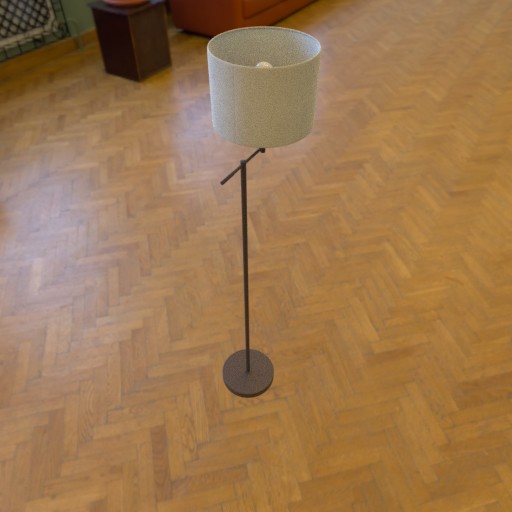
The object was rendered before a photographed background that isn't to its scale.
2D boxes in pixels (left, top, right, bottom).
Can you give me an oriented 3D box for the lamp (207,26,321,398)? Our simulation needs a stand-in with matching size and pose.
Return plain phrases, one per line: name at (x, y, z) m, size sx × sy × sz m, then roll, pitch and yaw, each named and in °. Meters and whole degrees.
lamp at (0.000, 0.000, 1.790) m, size 0.324 × 1.600 × 0.416 m, roll 22°, pitch 49°, yaw 21°
